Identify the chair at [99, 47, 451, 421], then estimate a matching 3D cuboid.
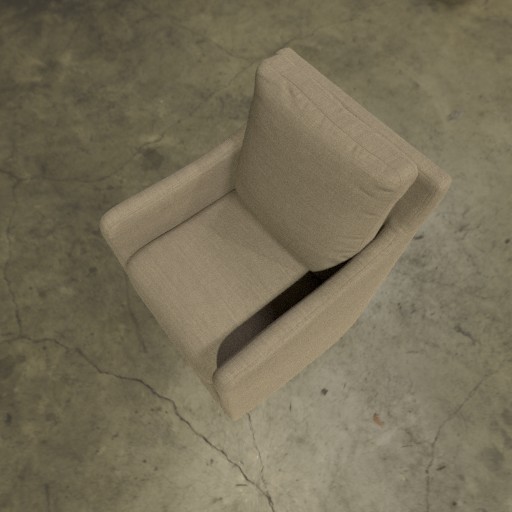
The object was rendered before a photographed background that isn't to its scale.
[{"bbox_3d":[0.000,0.000,1.357,0.694,0.914,0.626,-35,68,-17],"label":"chair"}]
